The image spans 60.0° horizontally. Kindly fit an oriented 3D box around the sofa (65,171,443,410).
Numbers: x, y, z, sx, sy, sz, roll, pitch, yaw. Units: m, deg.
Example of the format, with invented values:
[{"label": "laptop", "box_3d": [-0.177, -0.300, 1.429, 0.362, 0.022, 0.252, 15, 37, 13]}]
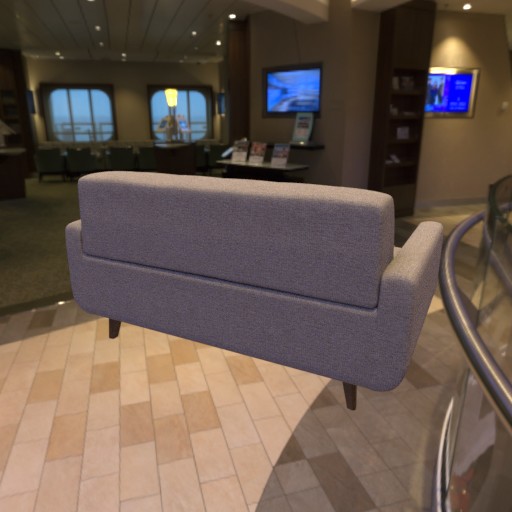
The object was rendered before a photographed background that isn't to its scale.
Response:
[{"label": "sofa", "box_3d": [0.000, 0.000, 2.202, 1.631, 0.841, 0.909, 9, 20, 26]}]
